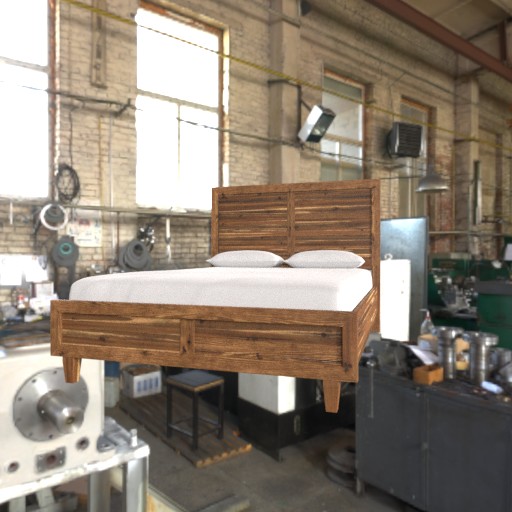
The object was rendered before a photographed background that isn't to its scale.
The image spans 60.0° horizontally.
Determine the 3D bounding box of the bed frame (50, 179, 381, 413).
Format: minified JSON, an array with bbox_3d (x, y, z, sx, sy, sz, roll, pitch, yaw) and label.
[{"bbox_3d":[0.000,0.000,3.314,1.696,1.417,2.276,0,0,18],"label":"bed frame"}]
